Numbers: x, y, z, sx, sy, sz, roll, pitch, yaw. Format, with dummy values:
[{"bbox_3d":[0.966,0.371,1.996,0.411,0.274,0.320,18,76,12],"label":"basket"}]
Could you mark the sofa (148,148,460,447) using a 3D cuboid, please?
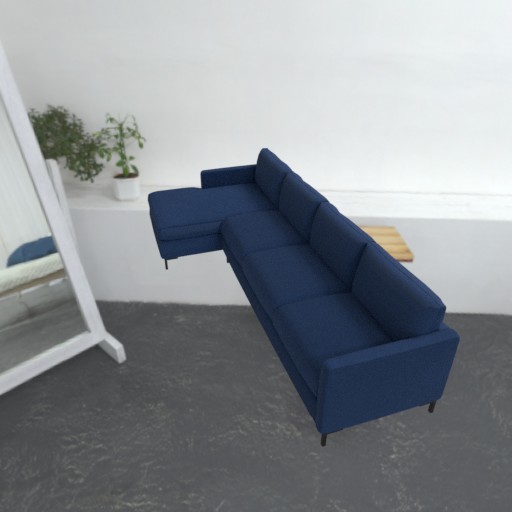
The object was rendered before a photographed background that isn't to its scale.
[{"bbox_3d":[0.000,0.000,2.868,1.128,0.679,2.450,-10,33,-16],"label":"sofa"}]
